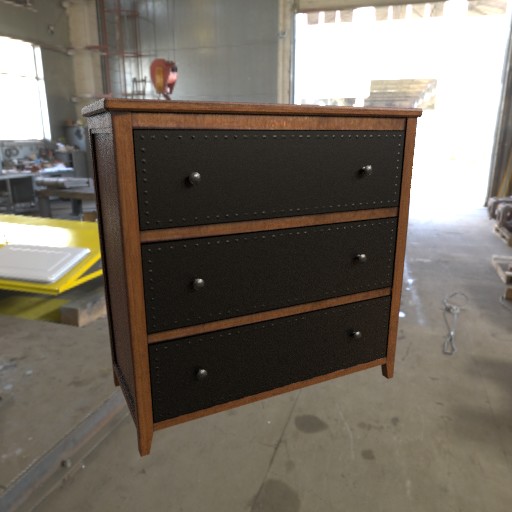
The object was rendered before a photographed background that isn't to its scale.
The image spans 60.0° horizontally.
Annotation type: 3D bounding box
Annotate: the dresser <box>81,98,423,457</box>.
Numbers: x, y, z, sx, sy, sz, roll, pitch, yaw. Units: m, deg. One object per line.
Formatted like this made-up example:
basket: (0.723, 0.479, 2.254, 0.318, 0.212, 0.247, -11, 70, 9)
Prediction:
dresser: (0.000, 0.000, 1.929, 1.250, 1.224, 0.591, -8, 17, -26)
